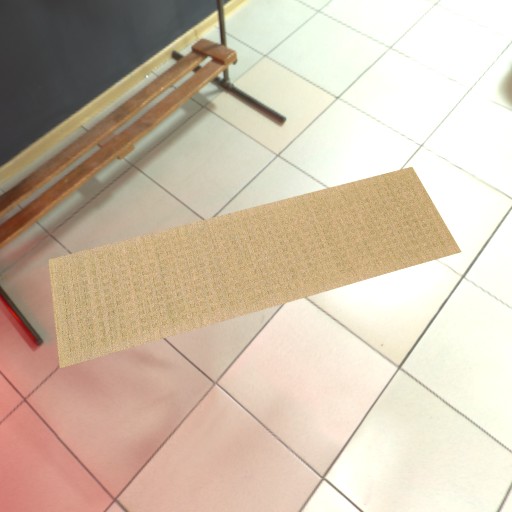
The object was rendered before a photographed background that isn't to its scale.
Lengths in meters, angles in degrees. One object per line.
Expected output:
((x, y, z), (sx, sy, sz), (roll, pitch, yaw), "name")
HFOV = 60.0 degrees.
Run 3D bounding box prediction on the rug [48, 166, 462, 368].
((0.000, 0.000, 2.716), (2.437, 0.006, 0.686), (-15, 64, -8), "rug")
